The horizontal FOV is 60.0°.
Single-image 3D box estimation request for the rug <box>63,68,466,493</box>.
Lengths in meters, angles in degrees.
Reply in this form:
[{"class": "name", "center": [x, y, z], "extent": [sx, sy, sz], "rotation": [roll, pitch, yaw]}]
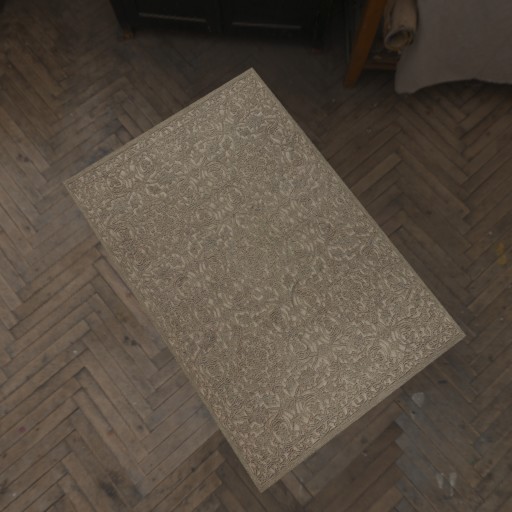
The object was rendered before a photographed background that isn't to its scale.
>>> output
[{"class": "rug", "center": [0.000, 0.000, 2.253], "extent": [1.221, 0.006, 1.827], "rotation": [-34, 79, -8]}]
